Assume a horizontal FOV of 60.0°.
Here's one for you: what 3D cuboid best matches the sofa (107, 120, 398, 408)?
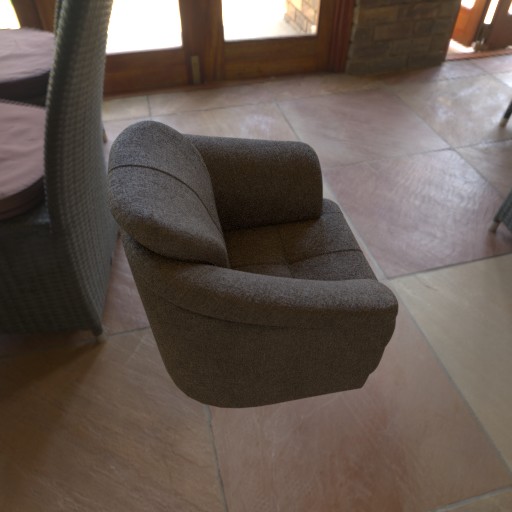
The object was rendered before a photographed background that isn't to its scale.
[{"bbox_3d":[0.000,0.000,1.486,0.794,0.811,0.870,-8,45,-8],"label":"sofa"}]
